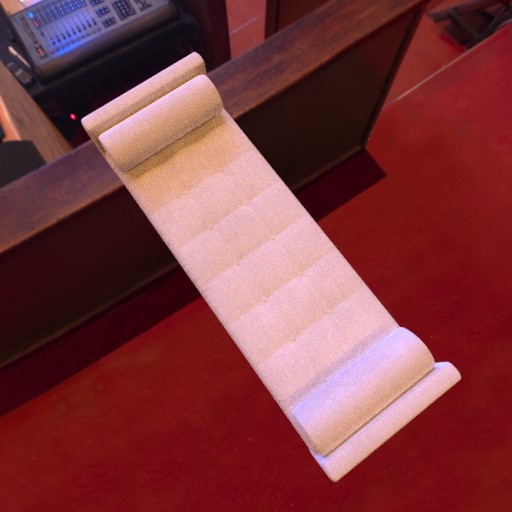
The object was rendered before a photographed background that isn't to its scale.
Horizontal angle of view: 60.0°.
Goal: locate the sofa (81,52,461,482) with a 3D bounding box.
[{"bbox_3d":[0.000,0.000,2.272,0.686,0.635,1.981,-35,77,-9],"label":"sofa"}]
